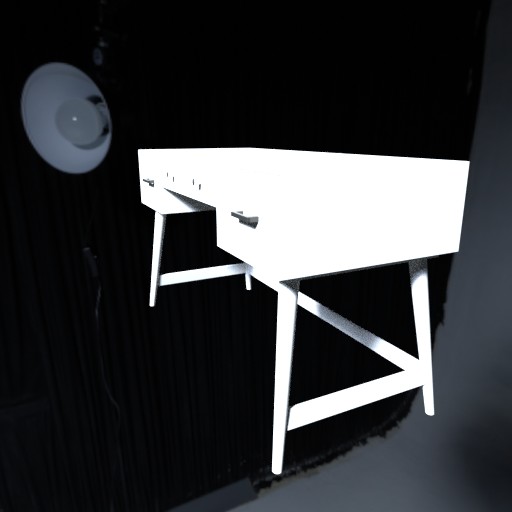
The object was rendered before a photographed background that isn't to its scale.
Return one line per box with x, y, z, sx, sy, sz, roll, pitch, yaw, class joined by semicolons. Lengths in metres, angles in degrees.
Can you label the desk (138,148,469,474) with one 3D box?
0.000;0.000;1.699;0.589;0.762;1.313;-8;17;-26;desk
